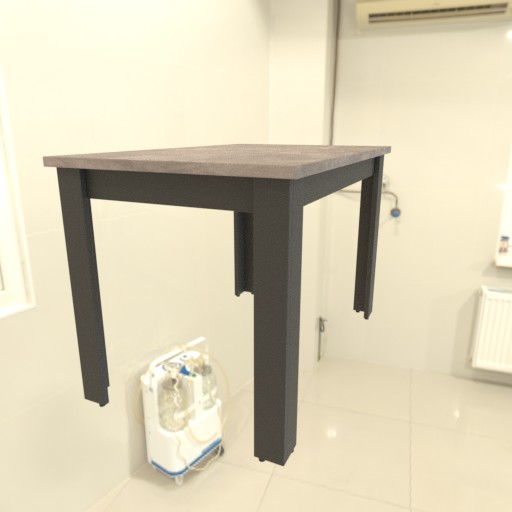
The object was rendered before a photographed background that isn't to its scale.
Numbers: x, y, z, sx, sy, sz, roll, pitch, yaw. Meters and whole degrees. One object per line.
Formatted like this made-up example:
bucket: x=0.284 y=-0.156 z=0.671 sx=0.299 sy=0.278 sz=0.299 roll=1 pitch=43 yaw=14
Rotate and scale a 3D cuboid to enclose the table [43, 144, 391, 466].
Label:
table: x=0.000 y=0.000 z=1.579 sx=0.700 sy=0.734 sz=1.100 roll=8 pitch=18 yaw=24
